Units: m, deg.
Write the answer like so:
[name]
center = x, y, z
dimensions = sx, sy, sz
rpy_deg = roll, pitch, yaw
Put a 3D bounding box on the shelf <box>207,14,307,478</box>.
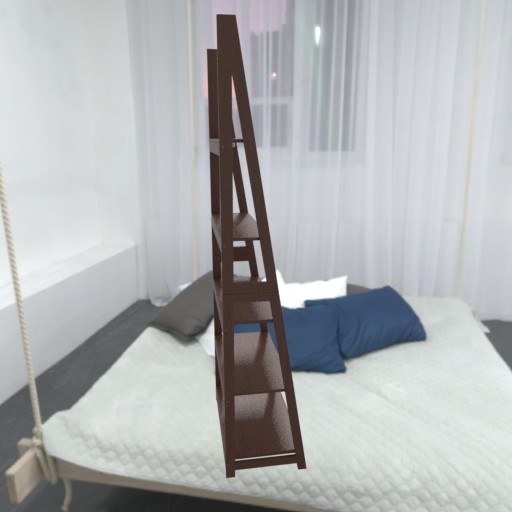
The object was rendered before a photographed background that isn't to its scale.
[shelf]
center = 0.000, 0.000, 1.953
dimensions = 0.350, 1.770, 0.600
rpy_deg = -2, 15, -9
